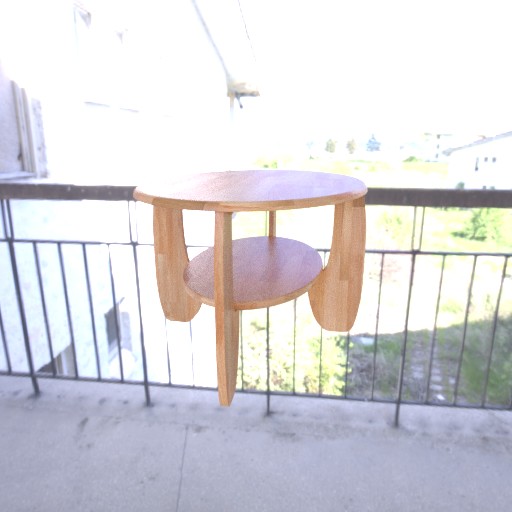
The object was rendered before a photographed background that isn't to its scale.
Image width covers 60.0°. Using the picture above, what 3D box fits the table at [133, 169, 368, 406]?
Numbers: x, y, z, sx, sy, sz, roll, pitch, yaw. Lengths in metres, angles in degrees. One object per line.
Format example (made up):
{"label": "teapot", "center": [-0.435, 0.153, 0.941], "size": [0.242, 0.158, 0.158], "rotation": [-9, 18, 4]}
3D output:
{"label": "table", "center": [0.000, 0.000, 1.445], "size": [0.690, 0.490, 1.040], "rotation": [2, 15, 8]}
